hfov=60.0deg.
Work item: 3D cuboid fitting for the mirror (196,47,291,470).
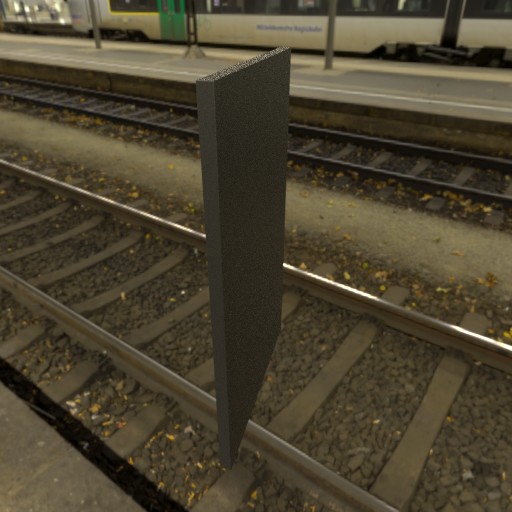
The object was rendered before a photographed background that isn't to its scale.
[{"bbox_3d":[0.000,0.000,1.497,0.038,1.219,0.762,8,31,13],"label":"mirror"}]
